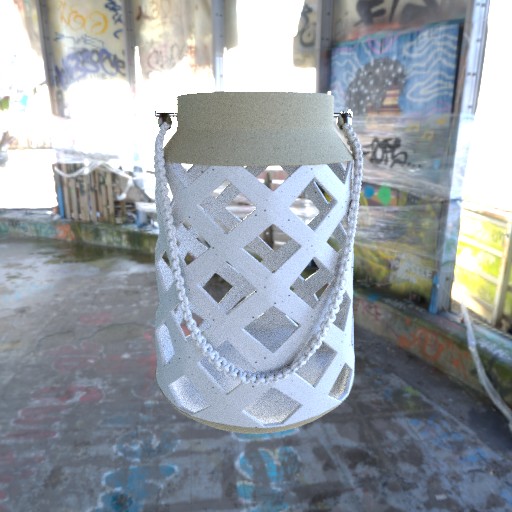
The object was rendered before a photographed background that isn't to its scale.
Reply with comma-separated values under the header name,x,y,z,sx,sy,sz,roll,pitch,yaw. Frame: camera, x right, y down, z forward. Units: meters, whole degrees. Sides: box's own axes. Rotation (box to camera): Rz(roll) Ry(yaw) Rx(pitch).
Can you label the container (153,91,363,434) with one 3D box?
name,x,y,z,sx,sy,sz,roll,pitch,yaw
container,0.000,0.000,0.388,0.188,0.264,0.198,-2,17,-8
